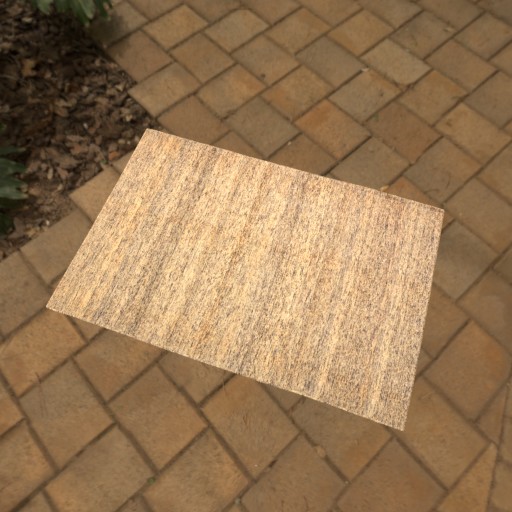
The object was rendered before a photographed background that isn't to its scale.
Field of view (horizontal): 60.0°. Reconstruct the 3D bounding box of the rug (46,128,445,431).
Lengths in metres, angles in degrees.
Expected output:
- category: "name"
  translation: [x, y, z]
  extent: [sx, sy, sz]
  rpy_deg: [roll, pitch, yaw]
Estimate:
- category: "rug"
  translation: [0.000, 0.000, 2.385]
  extent: [1.846, 0.014, 1.243]
  rpy_deg: [17, 66, 8]
